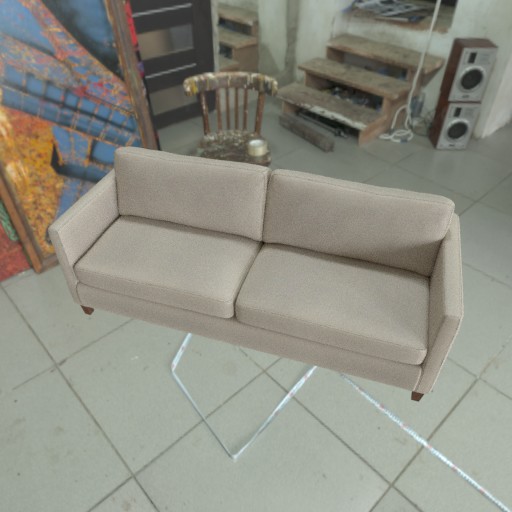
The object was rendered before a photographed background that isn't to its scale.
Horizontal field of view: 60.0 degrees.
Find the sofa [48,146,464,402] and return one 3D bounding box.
[{"bbox_3d":[0.000,0.000,2.856,2.361,0.968,0.951,12,42,13],"label":"sofa"}]
